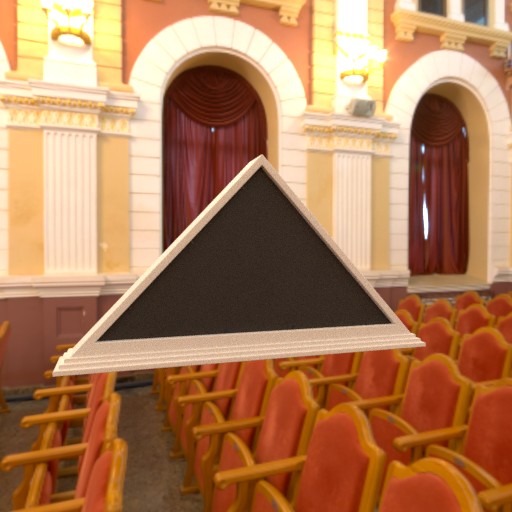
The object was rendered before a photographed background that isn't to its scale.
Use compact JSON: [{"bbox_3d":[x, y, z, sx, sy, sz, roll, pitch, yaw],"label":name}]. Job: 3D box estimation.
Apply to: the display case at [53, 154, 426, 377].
[{"bbox_3d":[0.000,0.000,0.774,0.640,0.340,0.095,0,1,-18],"label":"display case"}]
